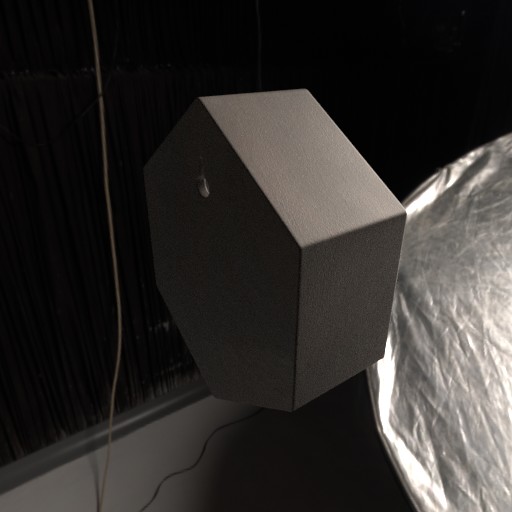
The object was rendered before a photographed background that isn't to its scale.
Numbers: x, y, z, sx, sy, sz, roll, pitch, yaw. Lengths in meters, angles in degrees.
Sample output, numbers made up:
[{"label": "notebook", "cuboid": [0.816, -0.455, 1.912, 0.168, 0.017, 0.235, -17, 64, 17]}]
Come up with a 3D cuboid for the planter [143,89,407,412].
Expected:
[{"label": "planter", "cuboid": [0.000, 0.000, 0.297, 0.077, 0.206, 0.169, -18, 31, -32]}]
